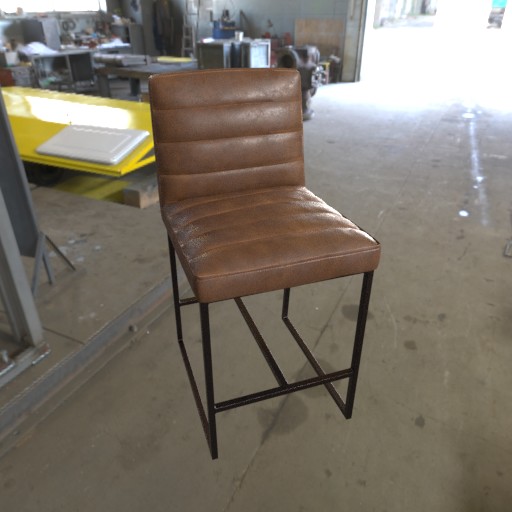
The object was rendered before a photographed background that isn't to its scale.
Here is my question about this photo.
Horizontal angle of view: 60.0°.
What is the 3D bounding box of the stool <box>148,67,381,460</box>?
[{"bbox_3d":[0.000,0.000,1.272,0.463,0.942,0.562,-10,31,-17],"label":"stool"}]
